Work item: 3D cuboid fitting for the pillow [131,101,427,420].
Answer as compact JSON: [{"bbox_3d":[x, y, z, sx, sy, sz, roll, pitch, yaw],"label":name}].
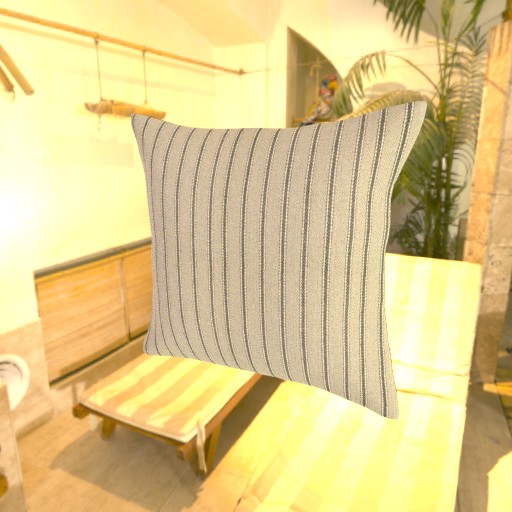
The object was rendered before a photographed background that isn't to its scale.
[{"bbox_3d":[0.000,0.000,0.692,0.468,0.444,0.138,7,17,25],"label":"pillow"}]
